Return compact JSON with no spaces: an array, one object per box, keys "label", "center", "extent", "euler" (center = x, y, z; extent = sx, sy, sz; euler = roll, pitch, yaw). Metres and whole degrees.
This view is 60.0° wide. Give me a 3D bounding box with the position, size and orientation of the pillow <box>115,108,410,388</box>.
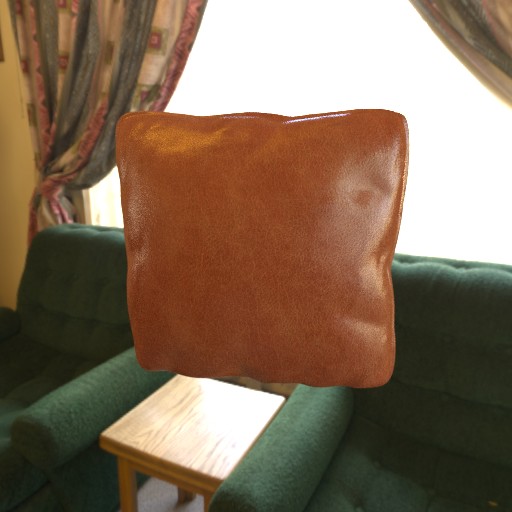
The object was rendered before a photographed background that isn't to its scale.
[{"label":"pillow","center":[0.000,0.000,0.830],"extent":[0.532,0.523,0.236],"euler":[2,15,9]}]
